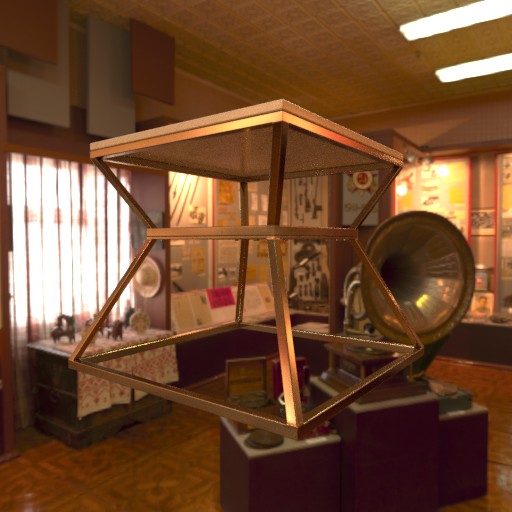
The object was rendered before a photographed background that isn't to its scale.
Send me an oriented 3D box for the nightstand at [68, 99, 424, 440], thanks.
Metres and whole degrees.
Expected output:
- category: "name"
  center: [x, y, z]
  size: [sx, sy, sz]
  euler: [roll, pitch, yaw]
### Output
- category: "nightstand"
  center: [0.000, 0.000, 0.891]
  size: [0.514, 0.426, 0.513]
  euler: [1, 2, 37]
